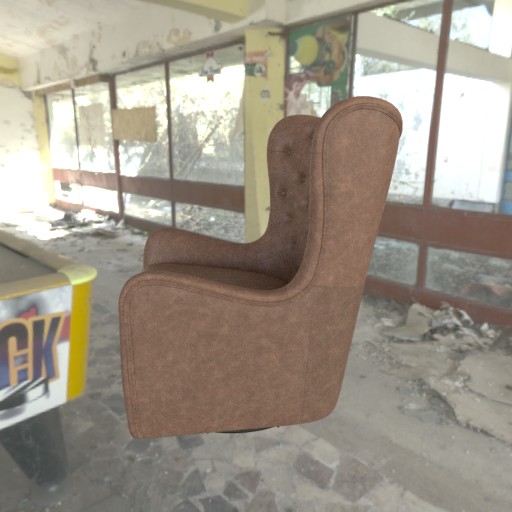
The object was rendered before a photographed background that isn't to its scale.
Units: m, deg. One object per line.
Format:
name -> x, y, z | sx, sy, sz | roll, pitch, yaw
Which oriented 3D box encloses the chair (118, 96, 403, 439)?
chair -> 0.000, 0.000, 1.684 | 0.930, 1.079, 0.831 | -2, 14, -7
